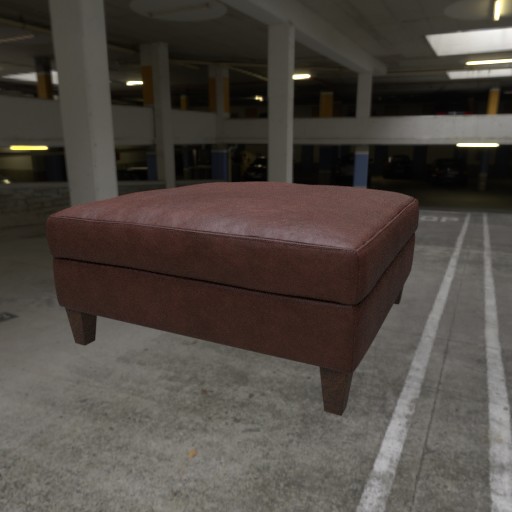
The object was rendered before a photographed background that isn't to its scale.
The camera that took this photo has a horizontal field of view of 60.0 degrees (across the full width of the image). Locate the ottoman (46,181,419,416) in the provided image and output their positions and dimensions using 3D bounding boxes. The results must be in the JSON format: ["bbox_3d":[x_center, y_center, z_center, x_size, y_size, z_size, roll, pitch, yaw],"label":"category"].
[{"bbox_3d":[0.000,0.000,1.343,0.844,0.415,0.836,7,16,25],"label":"ottoman"}]
